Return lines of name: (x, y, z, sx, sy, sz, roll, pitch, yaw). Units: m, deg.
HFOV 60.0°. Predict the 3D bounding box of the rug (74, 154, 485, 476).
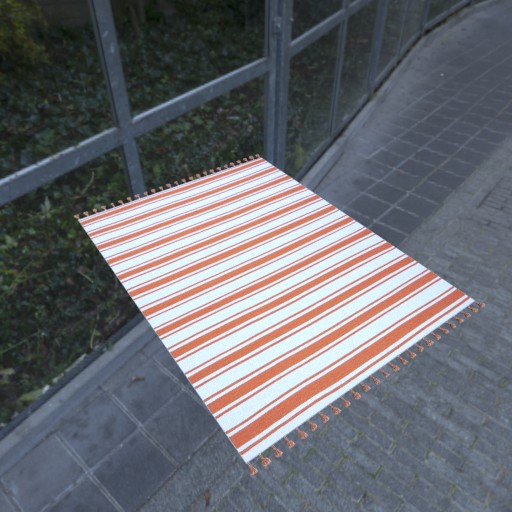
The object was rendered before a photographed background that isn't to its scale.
rug: (0.000, 0.000, 4.290, 2.451, 0.035, 3.369, -25, 46, -26)
